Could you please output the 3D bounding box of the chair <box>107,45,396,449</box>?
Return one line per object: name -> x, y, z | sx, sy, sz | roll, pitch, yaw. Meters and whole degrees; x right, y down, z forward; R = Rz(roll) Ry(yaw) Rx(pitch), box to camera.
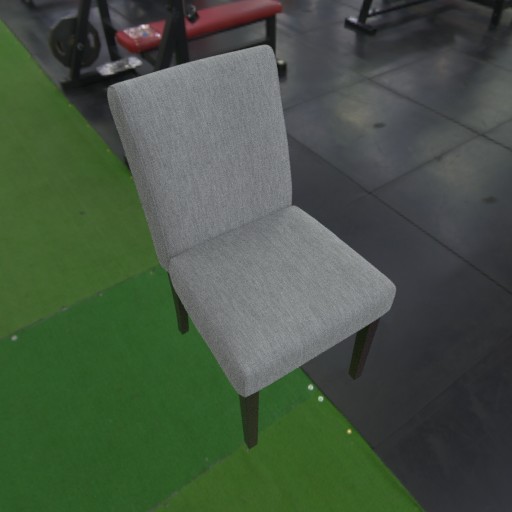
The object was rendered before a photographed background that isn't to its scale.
chair -> 0.000, 0.000, 1.239 | 0.487, 0.884, 0.629 | -25, 52, -22
